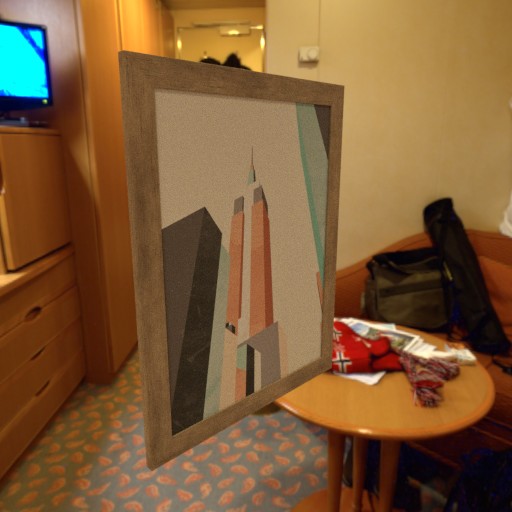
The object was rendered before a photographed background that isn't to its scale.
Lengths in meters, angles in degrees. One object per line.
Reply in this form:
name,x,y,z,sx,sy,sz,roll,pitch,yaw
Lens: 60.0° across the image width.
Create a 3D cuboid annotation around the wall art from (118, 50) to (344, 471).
wall art,0.000,0.000,0.887,0.534,0.686,0.018,-13,19,-43
